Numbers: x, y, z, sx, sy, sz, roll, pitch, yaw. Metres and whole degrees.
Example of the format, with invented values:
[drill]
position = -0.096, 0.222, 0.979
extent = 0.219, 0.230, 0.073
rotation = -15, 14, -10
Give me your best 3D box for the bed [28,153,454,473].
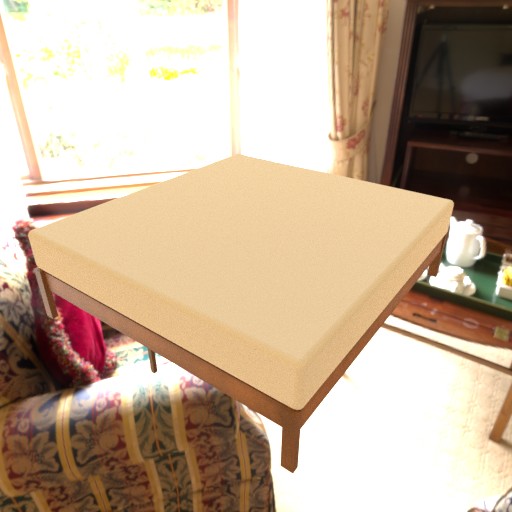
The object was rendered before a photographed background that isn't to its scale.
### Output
[bed]
position = 0.000, 0.000, 3.003
extent = 1.930, 0.616, 2.049
rotation = 20, 35, 31
